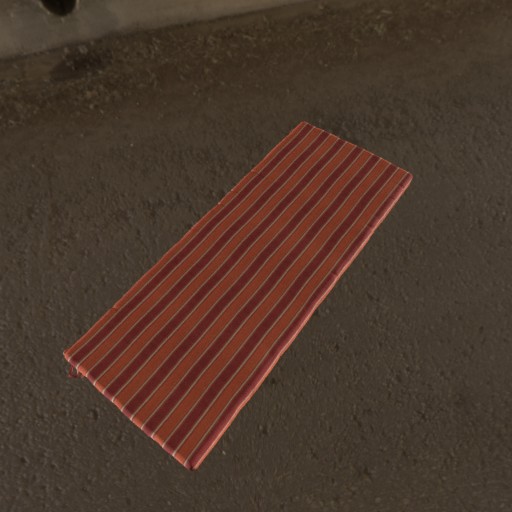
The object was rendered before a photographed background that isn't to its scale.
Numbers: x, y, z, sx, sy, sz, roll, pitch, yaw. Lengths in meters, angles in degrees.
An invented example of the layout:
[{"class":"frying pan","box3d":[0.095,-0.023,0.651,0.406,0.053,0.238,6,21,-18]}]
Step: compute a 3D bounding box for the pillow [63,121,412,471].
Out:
[{"class":"pillow","box3d":[0.000,0.000,1.363,0.492,0.081,1.187,32,63,19]}]
